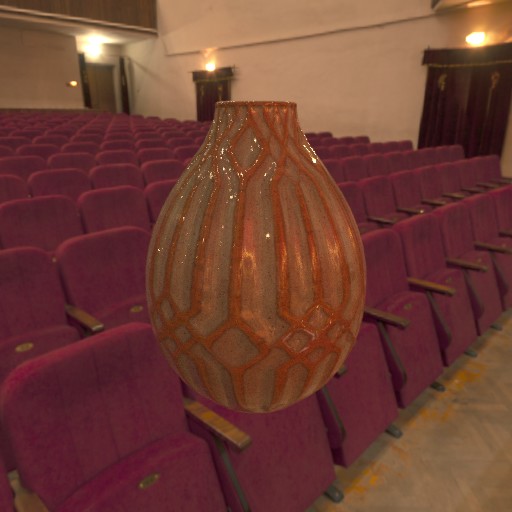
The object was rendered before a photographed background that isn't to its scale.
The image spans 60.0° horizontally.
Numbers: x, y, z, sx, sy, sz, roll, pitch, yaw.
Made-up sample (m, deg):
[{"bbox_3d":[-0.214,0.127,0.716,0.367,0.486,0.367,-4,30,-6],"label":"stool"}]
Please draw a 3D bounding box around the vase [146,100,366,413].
[{"bbox_3d":[0.000,0.000,0.266,0.131,0.175,0.131,0,17,0],"label":"vase"}]
